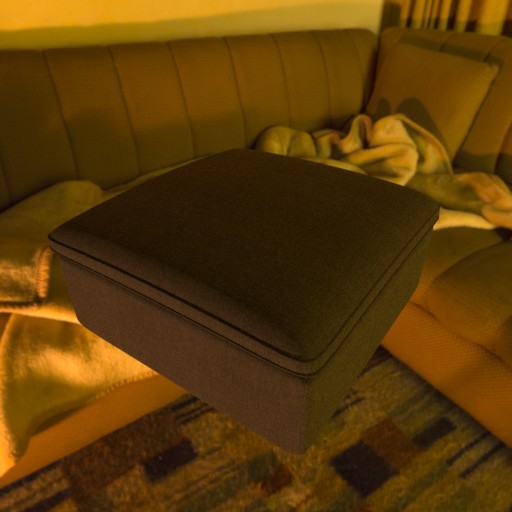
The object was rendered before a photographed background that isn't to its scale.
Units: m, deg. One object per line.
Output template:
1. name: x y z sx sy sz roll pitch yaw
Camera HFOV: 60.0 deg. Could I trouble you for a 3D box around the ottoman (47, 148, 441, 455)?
1. ottoman: 0.000 0.000 1.707 1.067 0.559 1.067 21 38 29
